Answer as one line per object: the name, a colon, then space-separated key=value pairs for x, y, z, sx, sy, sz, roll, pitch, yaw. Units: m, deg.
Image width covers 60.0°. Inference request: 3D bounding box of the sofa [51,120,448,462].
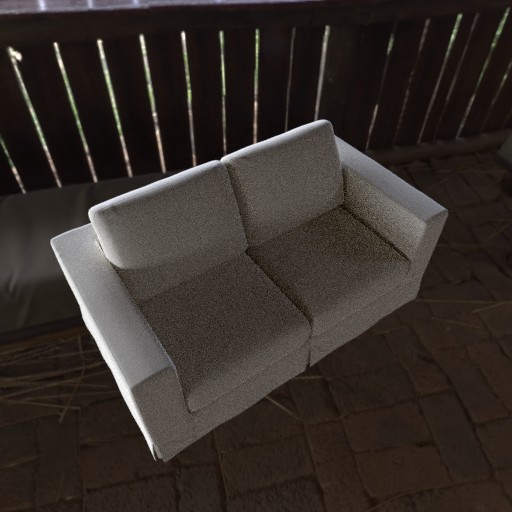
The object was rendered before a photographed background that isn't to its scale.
sofa: x=0.000 y=0.000 z=2.393 sx=1.813 sy=0.932 sz=1.009 roll=-27 pitch=52 yaw=-23
